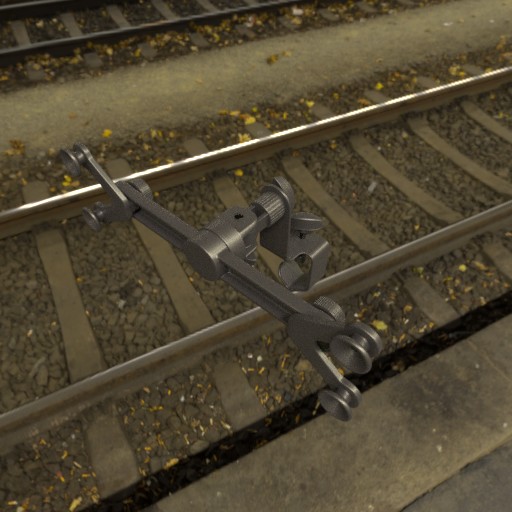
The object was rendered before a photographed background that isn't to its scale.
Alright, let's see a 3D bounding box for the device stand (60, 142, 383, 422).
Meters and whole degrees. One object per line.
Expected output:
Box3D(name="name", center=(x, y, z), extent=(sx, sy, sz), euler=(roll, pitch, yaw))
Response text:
Box3D(name="device stand", center=(0.000, 0.000, 0.363), extent=(0.270, 0.166, 0.142), euler=(33, 55, 27))
